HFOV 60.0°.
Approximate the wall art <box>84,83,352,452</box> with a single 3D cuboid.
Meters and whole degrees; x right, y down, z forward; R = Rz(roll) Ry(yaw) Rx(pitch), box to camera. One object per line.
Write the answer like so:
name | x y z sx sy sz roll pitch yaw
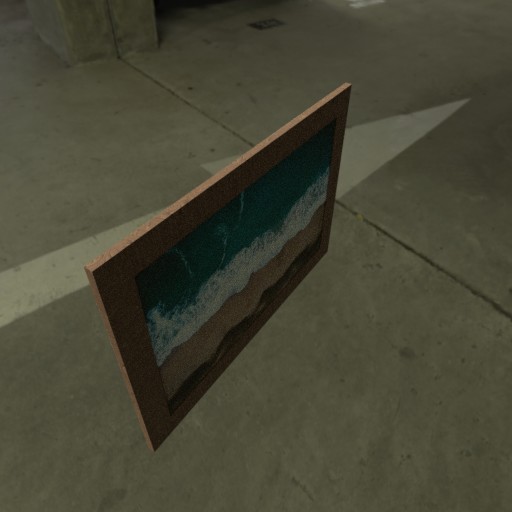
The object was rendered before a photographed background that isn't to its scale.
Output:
wall art | 0.000 0.000 1.176 0.019 0.626 0.917 25 48 25
